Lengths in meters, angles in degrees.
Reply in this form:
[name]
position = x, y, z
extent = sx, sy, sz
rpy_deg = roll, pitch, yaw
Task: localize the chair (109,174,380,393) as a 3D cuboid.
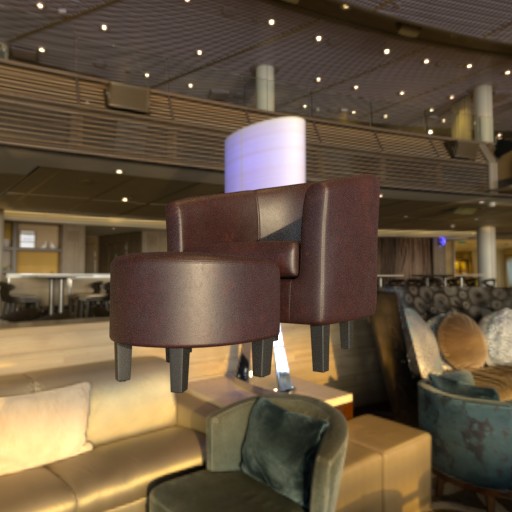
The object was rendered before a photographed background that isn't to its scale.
[chair]
position = 0.000, 0.000, 1.652
extent = 0.737, 0.755, 1.176
rpy_deg = -2, -3, 35
